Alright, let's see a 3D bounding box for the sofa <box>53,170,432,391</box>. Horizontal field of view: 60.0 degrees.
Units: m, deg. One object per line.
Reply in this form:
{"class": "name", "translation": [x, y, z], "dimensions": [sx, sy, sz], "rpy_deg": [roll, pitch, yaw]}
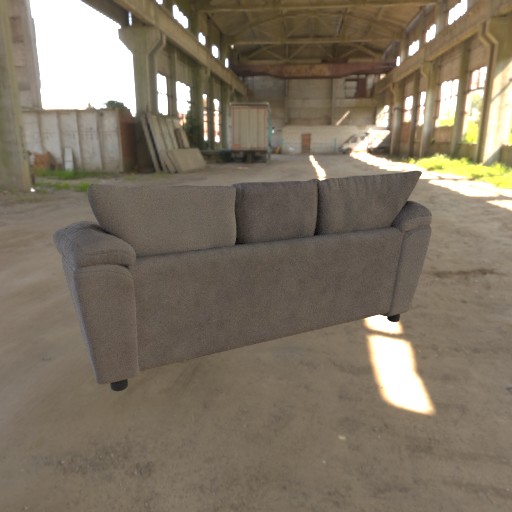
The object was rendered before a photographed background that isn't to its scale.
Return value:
{"class": "sofa", "translation": [0.000, 0.000, 2.873], "dimensions": [2.336, 1.073, 0.878], "rpy_deg": [-8, 17, -26]}
